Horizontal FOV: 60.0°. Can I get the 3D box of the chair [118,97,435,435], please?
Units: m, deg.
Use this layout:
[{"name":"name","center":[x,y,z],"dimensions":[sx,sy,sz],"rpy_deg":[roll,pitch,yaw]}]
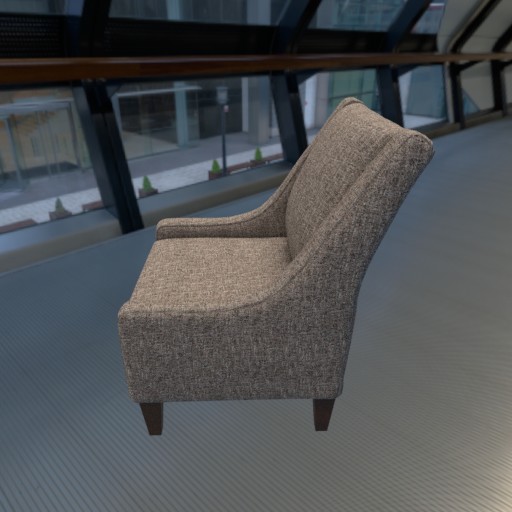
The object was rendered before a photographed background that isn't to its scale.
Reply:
[{"name":"chair","center":[0.000,0.000,1.616],"dimensions":[0.870,1.014,0.774],"rpy_deg":[-1,26,-2]}]
